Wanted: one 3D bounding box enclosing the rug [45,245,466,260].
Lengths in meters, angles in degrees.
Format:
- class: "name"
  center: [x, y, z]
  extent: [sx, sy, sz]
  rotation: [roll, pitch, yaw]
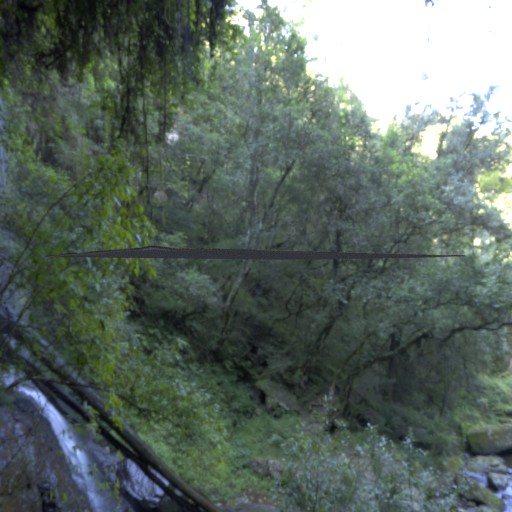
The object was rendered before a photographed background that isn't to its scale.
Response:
- class: "rug"
  center: [0.000, 0.000, 4.235]
  extent: [3.228, 0.024, 2.443]
  rotation: [1, -2, -37]
